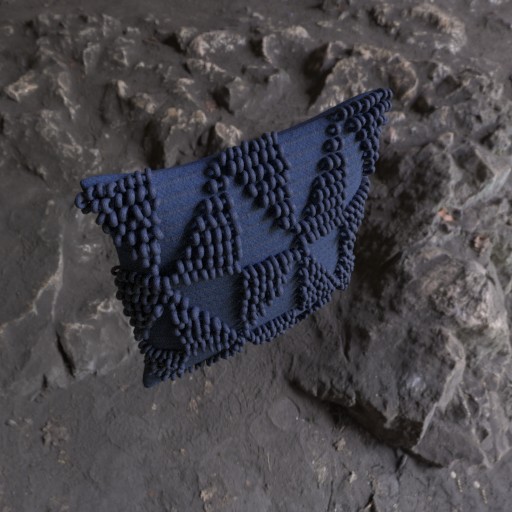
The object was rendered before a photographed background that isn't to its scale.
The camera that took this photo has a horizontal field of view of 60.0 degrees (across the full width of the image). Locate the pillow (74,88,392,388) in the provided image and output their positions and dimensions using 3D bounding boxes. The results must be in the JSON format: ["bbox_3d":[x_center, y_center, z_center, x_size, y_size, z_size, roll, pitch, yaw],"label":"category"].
[{"bbox_3d":[0.000,0.000,0.726,0.469,0.466,0.172,-24,51,-21],"label":"pillow"}]
